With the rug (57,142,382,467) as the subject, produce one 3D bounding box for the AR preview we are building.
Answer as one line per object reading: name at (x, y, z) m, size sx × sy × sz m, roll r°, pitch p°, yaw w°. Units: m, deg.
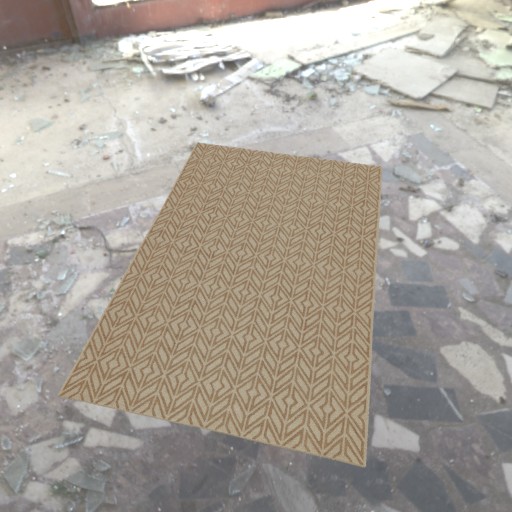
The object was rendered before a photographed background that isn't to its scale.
rug at (0.000, 0.000, 2.281) m, size 1.220 × 0.007 × 1.828 m, roll 9°, pitch 49°, yaw 8°
